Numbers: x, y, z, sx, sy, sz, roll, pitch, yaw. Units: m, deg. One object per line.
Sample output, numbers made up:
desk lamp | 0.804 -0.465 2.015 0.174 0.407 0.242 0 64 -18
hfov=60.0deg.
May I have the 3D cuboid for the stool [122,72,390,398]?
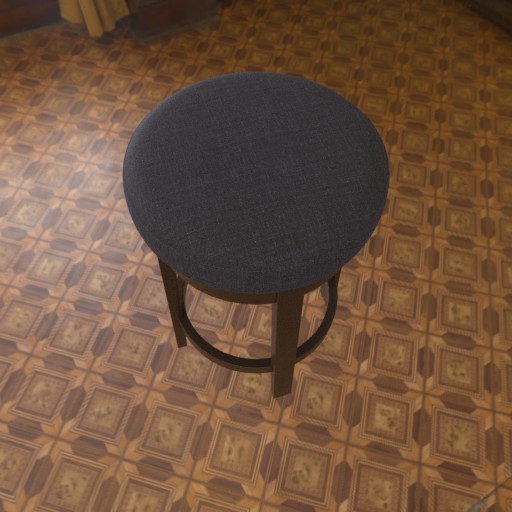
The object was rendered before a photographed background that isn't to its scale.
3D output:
stool | 0.000 0.000 0.958 0.449 0.655 0.449 0 58 0
